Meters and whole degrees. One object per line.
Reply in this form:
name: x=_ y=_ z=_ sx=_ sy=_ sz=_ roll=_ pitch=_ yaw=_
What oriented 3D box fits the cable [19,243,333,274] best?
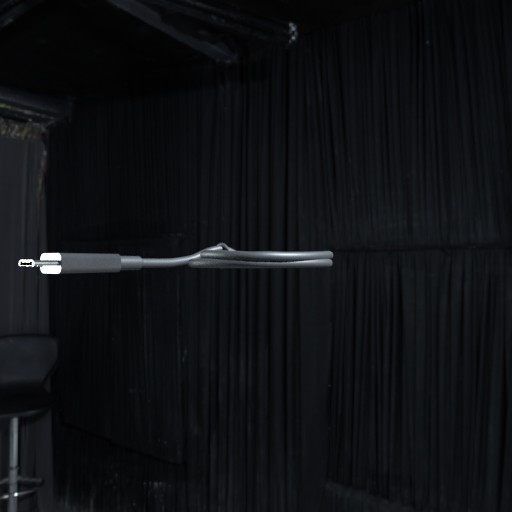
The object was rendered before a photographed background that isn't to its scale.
cable: x=0.000 y=0.000 z=0.213 sx=0.070 sy=0.014 sz=0.192 roll=-1 pitch=-1 yaw=36
